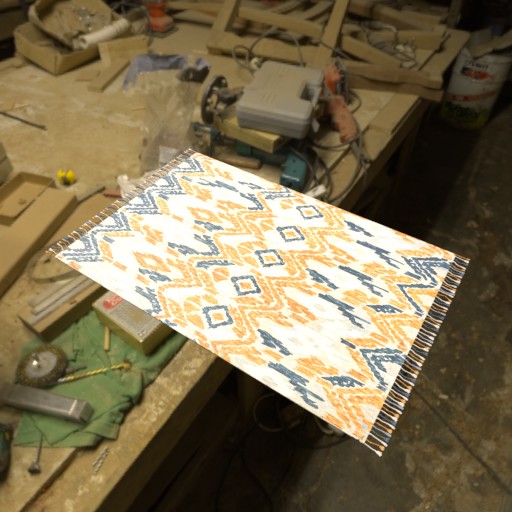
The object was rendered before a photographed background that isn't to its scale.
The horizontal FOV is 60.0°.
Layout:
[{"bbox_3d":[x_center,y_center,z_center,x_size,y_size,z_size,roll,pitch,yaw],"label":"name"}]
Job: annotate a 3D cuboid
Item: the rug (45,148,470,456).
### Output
[{"bbox_3d":[0.000,0.000,2.977,2.428,0.010,1.533,26,51,23],"label":"rug"}]
